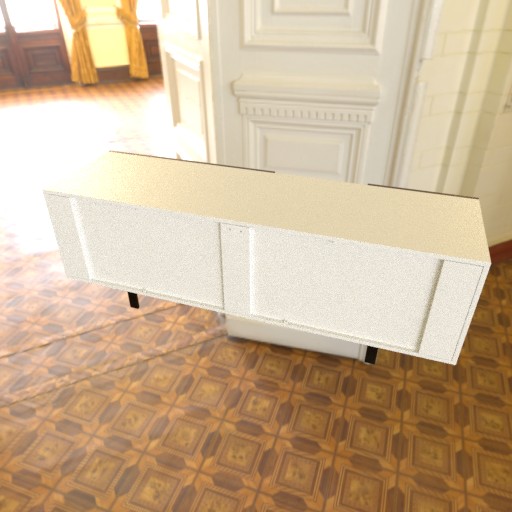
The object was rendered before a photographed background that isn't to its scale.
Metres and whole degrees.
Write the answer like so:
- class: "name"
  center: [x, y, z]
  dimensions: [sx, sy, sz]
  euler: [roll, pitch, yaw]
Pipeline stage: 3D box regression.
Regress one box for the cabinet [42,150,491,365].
- class: "cabinet"
  center: [0.000, 0.000, 1.725]
  dimensions: [1.499, 0.533, 0.431]
  euler: [10, 35, 15]
